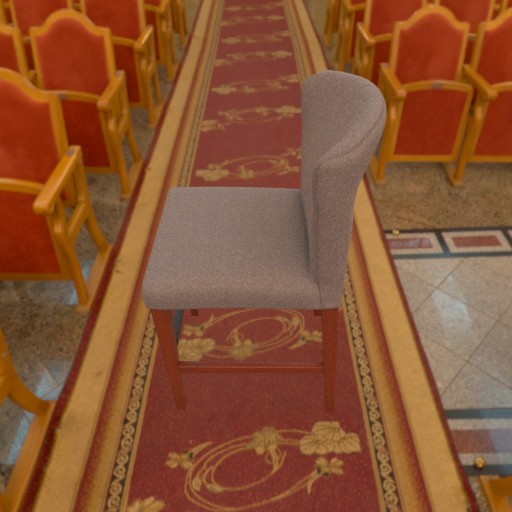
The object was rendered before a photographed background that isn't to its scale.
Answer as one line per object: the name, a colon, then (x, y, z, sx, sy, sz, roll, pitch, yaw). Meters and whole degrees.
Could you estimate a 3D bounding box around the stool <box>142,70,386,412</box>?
stool: (0.000, 0.000, 1.298, 0.568, 0.968, 0.481, 0, 41, 0)
